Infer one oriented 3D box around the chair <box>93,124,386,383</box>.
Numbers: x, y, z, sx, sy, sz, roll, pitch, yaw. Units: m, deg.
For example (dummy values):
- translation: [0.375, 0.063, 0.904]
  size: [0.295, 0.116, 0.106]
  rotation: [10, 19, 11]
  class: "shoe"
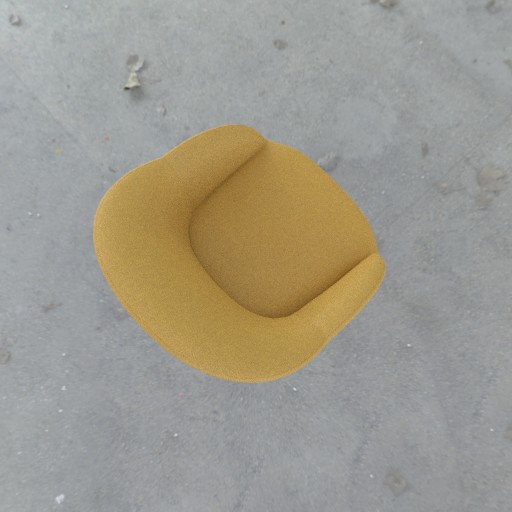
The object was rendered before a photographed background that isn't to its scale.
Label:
- translation: [0.000, 0.000, 1.184]
  size: [0.583, 0.793, 0.551]
  rotation: [-41, 80, -9]
  class: "chair"
